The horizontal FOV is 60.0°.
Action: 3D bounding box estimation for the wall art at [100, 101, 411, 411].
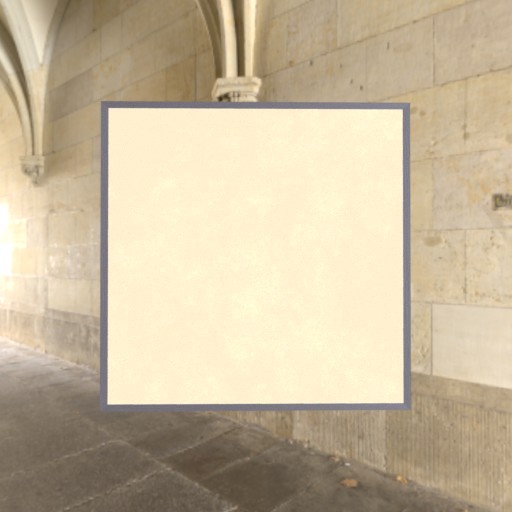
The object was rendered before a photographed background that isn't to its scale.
[{"bbox_3d":[0.000,0.000,0.449,0.302,0.300,0.036,0,-1,-1],"label":"wall art"}]
